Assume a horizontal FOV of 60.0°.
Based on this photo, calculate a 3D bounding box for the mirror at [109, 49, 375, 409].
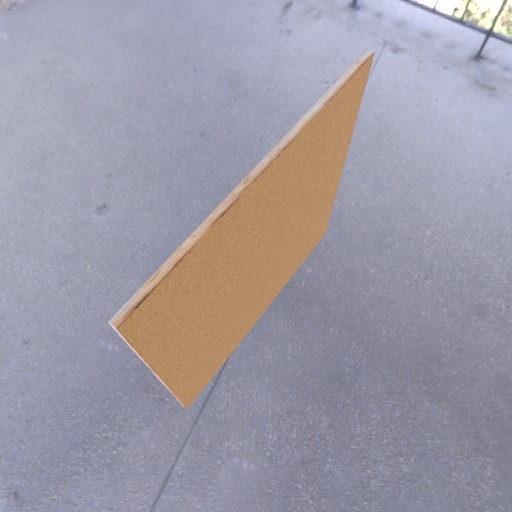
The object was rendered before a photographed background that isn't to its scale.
[{"bbox_3d":[0.000,0.000,1.207,0.061,0.804,0.804,34,67,16],"label":"mirror"}]
